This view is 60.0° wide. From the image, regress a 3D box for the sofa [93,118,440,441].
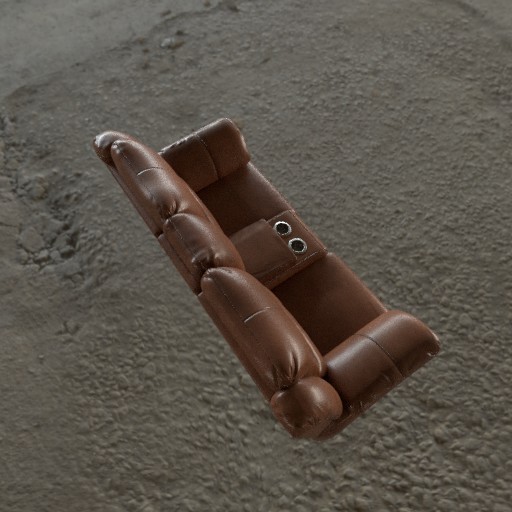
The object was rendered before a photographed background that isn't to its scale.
[{"bbox_3d":[0.000,0.000,2.610,0.991,1.043,2.058,-30,63,-17],"label":"sofa"}]
